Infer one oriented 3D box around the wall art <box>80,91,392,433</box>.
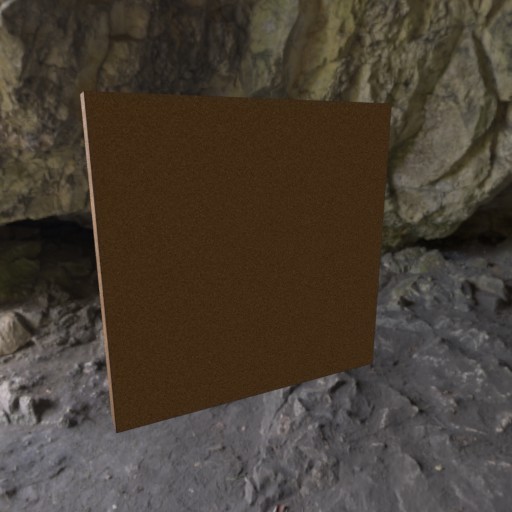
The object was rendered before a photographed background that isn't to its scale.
[{"bbox_3d":[0.000,0.000,0.602,0.406,0.403,0.039,-7,17,-25],"label":"wall art"}]
